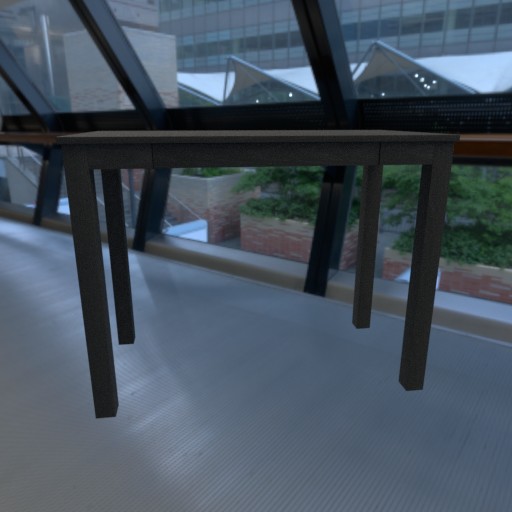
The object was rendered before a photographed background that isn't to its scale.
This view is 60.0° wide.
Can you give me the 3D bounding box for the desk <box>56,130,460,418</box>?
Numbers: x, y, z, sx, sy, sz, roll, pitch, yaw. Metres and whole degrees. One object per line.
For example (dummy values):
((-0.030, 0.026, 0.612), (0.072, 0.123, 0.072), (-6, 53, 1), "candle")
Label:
((0.000, 0.000, 1.421), (0.991, 0.762, 0.499), (-2, 17, -8), "desk")
